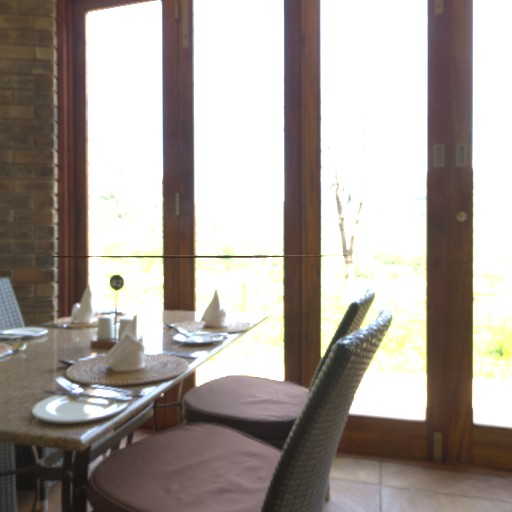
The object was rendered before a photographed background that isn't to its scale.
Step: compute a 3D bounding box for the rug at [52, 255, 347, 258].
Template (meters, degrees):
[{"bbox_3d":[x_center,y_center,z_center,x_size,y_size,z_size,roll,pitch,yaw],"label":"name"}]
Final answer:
[{"bbox_3d":[0.000,0.000,2.684,0.792,0.006,2.437,0,0,19],"label":"rug"}]
